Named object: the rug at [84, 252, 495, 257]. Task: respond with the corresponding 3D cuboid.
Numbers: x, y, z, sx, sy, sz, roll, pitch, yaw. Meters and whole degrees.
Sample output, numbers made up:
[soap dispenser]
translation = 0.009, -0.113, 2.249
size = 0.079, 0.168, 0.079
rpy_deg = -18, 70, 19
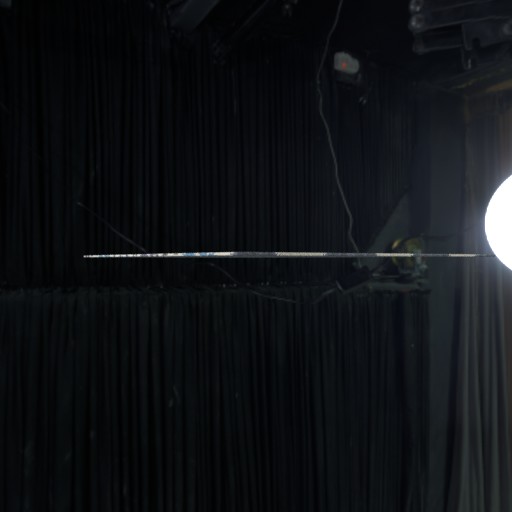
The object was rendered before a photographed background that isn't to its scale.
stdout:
[rug]
translation = 0.000, 0.000, 2.921
size = 1.676, 0.013, 2.261
rpy_deg = 0, 0, -34
